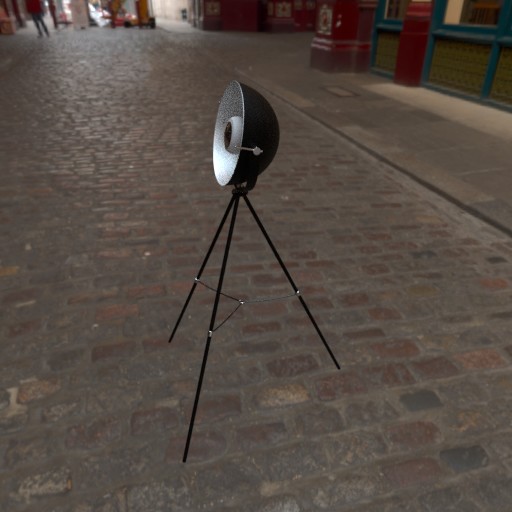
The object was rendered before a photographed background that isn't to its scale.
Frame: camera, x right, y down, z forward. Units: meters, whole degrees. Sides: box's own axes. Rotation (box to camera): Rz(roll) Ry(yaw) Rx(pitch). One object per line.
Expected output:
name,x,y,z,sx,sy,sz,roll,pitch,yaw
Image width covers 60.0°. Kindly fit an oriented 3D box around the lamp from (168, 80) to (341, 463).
lamp,0.000,0.000,2.019,0.920,1.512,0.817,-9,32,-14
